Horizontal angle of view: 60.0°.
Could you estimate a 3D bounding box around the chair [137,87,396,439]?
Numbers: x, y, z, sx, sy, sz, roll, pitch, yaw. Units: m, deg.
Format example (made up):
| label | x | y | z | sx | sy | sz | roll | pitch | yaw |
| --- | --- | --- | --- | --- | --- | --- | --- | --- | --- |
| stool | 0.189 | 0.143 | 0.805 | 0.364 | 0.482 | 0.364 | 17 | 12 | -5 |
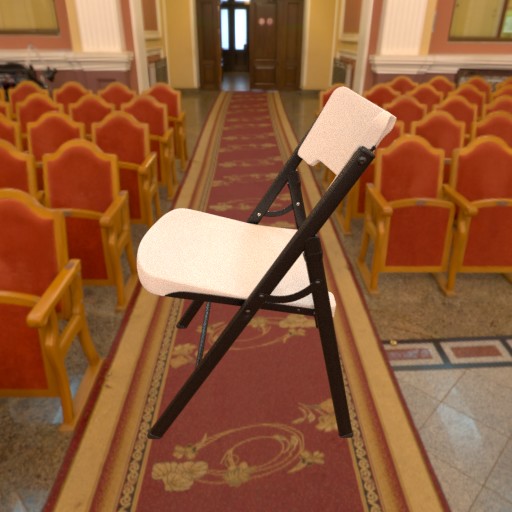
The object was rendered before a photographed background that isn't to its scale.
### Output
| label | x | y | z | sx | sy | sz | roll | pitch | yaw |
| --- | --- | --- | --- | --- | --- | --- | --- | --- | --- |
| chair | 0.000 | 0.000 | 1.124 | 0.577 | 0.765 | 0.482 | 0 | 27 | 0 |
